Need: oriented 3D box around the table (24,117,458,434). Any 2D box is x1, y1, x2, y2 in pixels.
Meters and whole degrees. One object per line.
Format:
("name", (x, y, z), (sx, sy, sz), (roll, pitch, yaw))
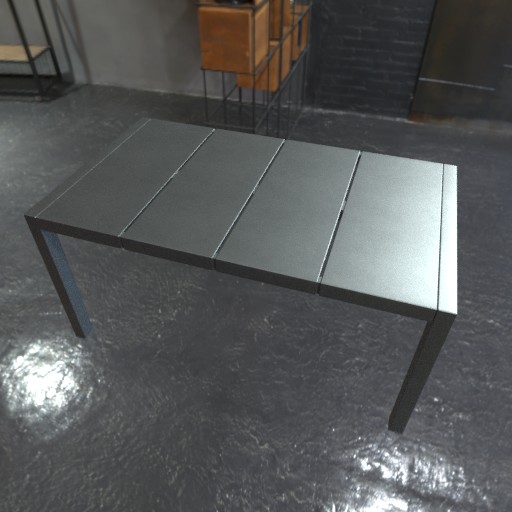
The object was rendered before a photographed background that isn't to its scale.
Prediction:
("table", (0.000, 0.000, 1.273), (0.965, 0.460, 0.559), (13, 43, 14))
